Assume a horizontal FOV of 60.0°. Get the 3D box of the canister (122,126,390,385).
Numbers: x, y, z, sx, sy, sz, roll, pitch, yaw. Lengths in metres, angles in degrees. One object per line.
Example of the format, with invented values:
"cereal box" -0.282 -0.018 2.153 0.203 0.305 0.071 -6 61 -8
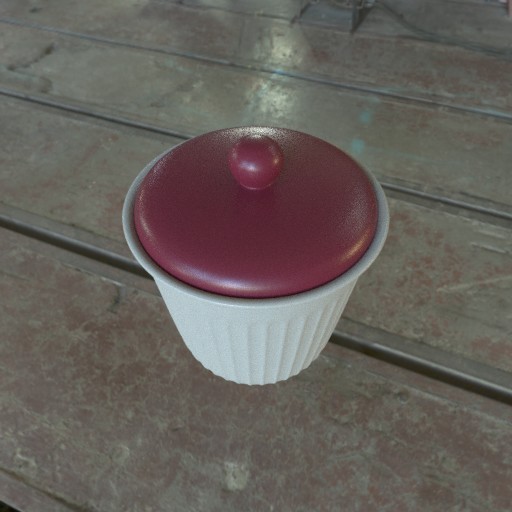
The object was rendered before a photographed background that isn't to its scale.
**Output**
"canister" 0.000 0.000 0.349 0.181 0.211 0.181 0 48 0
